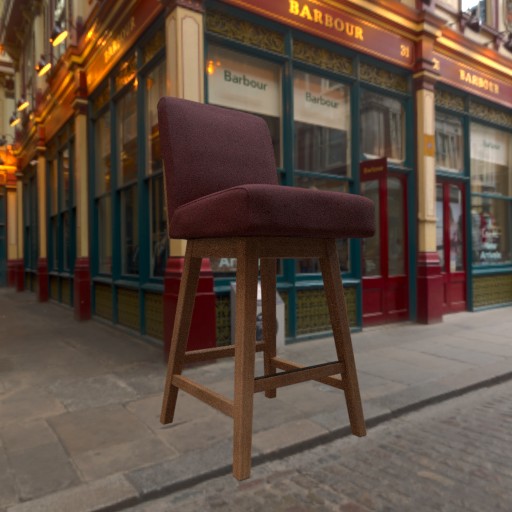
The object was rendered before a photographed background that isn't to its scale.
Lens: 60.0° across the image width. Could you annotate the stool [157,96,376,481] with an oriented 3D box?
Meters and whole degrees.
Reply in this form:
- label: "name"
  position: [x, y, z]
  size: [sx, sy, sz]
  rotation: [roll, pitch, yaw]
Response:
- label: "stool"
  position: [0.000, 0.000, 1.343]
  size: [0.468, 1.038, 0.562]
  rotation: [0, 0, -36]
